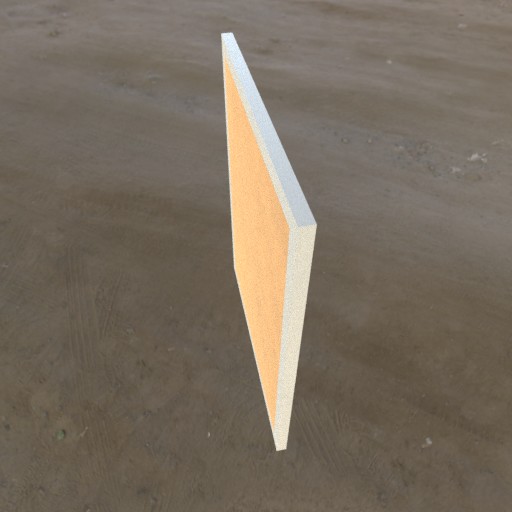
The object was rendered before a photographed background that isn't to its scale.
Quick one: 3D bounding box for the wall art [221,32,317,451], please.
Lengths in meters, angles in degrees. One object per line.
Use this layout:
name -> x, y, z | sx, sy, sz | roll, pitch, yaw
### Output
wall art -> 0.000, 0.000, 1.097 | 0.026, 0.811, 0.661 | -9, 48, -8
